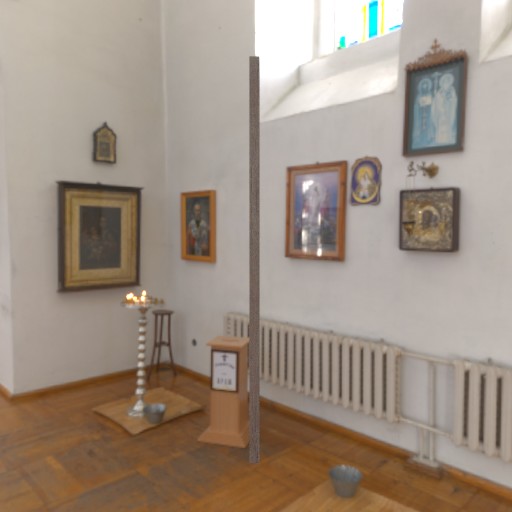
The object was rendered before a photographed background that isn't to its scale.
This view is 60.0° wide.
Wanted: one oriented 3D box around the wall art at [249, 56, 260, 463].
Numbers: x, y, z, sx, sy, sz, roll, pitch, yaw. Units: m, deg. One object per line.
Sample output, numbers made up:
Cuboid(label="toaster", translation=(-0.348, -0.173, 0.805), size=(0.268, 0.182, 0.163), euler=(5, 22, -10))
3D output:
Cuboid(label="wall art", translation=(0.000, 0.000, 1.348), size=(0.019, 0.774, 1.012), euler=(0, 1, 0))
